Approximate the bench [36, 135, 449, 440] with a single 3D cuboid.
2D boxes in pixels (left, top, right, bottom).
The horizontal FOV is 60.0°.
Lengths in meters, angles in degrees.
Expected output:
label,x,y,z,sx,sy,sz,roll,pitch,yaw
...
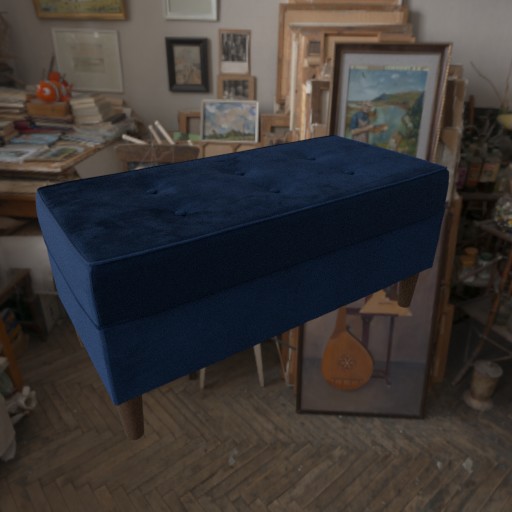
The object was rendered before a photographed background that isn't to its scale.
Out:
label,x,y,z,sx,sy,sz,roll,pitch,yaw
bench,0.000,0.000,1.253,1.010,0.467,0.489,-18,33,-29
